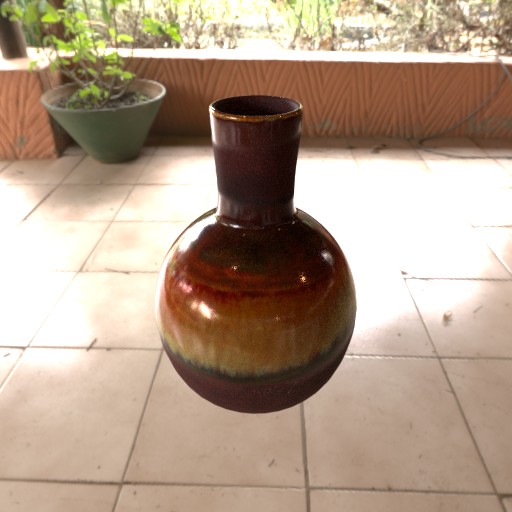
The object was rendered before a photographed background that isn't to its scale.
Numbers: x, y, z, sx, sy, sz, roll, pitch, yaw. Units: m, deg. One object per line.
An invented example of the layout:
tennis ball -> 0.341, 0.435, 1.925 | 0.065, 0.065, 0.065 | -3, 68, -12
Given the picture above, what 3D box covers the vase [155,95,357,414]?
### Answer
vase -> 0.000, 0.000, 0.233 | 0.111, 0.154, 0.111 | 0, 32, 0
